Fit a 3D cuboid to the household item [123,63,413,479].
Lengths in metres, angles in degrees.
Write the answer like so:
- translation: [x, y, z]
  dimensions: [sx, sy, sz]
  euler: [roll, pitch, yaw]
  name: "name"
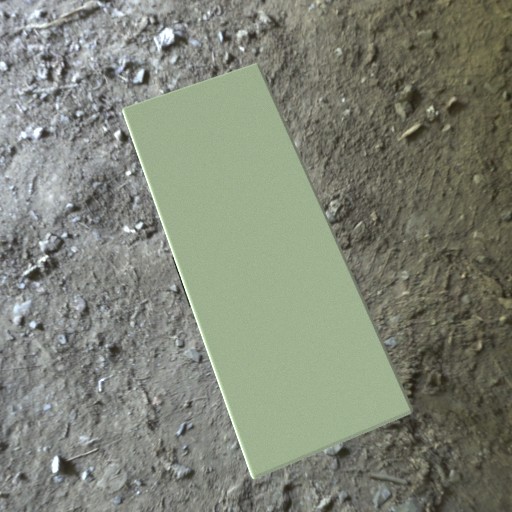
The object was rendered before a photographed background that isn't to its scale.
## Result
- translation: [0.000, 0.000, 2.241]
  dimensions: [0.787, 0.356, 1.905]
  euler: [-21, 77, -5]
  name: "household item"
